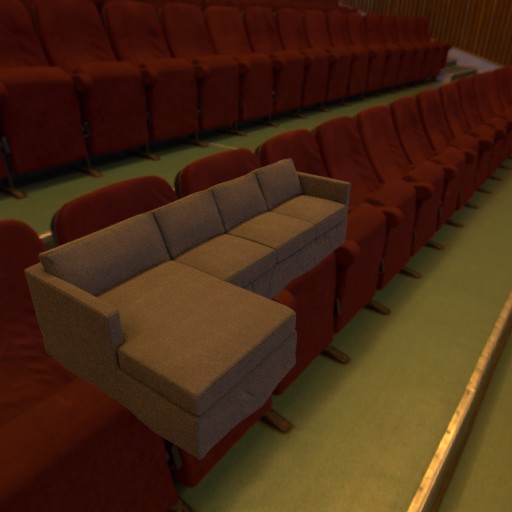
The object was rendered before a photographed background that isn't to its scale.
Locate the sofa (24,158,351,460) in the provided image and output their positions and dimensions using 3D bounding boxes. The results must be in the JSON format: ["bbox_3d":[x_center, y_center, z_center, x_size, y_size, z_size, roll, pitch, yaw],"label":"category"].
[{"bbox_3d":[0.000,0.000,3.848,1.650,0.922,3.205,19,32,32],"label":"sofa"}]
